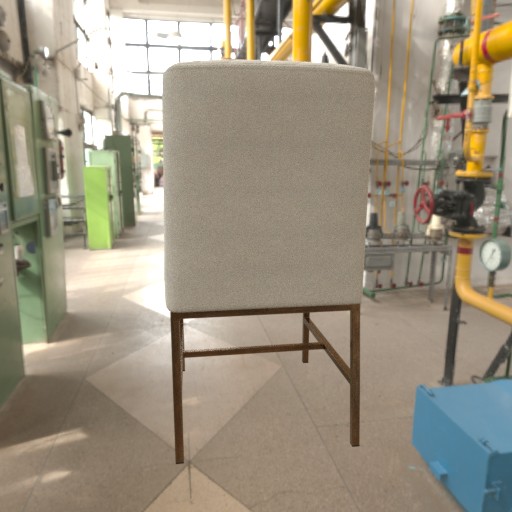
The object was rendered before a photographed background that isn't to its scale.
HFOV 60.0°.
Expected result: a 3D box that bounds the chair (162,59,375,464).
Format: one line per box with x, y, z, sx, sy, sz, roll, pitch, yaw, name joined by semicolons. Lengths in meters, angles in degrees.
0.000;0.000;1.272;0.503;0.933;0.597;-2;12;-8;chair
